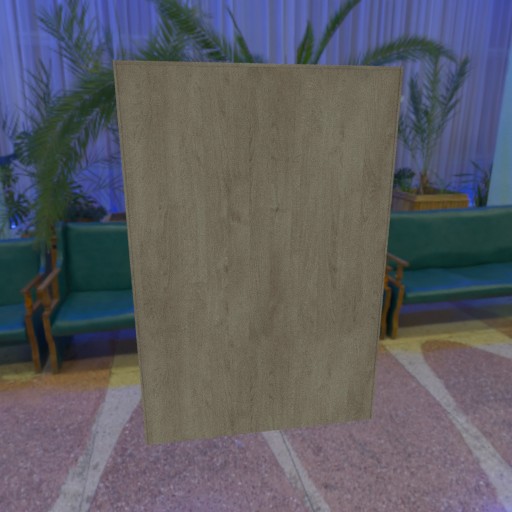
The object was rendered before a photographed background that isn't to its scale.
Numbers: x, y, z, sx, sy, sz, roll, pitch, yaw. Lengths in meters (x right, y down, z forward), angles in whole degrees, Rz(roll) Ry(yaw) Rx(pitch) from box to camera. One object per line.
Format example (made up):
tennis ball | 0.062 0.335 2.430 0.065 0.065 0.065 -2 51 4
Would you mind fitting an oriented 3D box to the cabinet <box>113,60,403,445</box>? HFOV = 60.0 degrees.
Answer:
cabinet | 0.000 0.000 2.452 1.290 1.910 0.510 -3 17 -9
